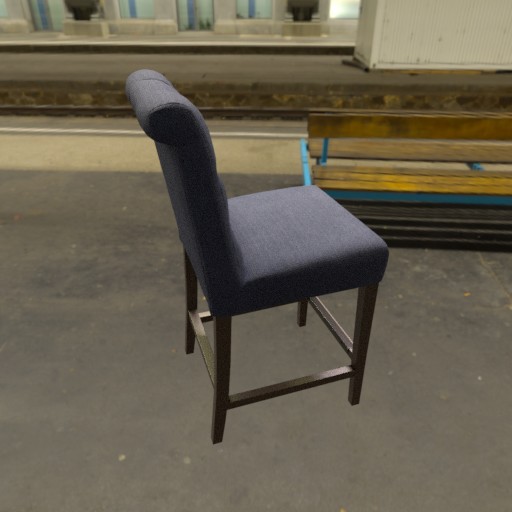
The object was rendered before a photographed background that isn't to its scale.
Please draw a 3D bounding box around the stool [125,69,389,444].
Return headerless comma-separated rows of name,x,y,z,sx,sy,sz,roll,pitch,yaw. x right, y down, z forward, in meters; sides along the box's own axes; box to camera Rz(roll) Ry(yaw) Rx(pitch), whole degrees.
stool,0.000,0.000,1.327,0.601,1.010,0.493,-10,32,-16
